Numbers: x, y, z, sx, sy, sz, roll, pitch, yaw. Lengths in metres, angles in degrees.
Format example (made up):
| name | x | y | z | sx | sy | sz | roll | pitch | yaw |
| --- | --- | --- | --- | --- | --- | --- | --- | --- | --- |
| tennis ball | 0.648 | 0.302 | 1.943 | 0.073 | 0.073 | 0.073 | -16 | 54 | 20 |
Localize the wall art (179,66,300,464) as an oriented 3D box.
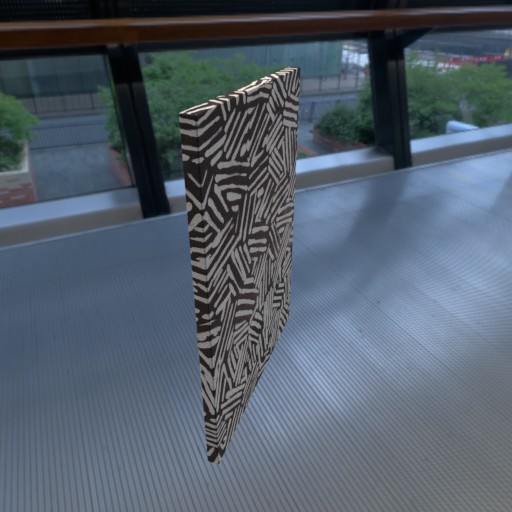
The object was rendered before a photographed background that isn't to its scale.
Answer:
| name | x | y | z | sx | sy | sz | roll | pitch | yaw |
| --- | --- | --- | --- | --- | --- | --- | --- | --- | --- |
| wall art | 0.000 | 0.000 | 1.388 | 0.038 | 1.017 | 0.765 | 10 | 31 | 17 |
